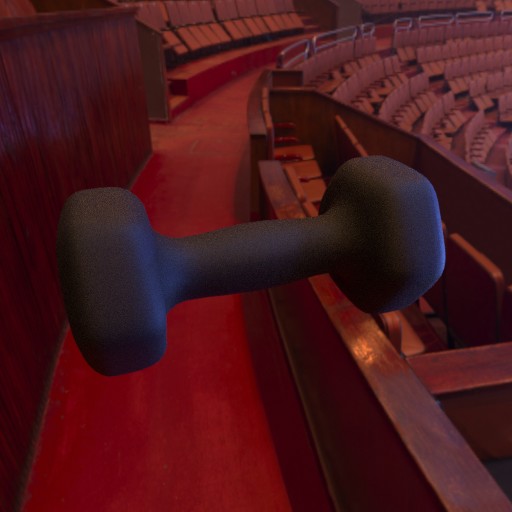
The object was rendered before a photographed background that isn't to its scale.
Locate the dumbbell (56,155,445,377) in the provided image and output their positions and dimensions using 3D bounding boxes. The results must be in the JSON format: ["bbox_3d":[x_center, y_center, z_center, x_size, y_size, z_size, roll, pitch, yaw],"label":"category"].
[{"bbox_3d":[0.000,0.000,0.285,0.231,0.101,0.112,-10,32,-16],"label":"dumbbell"}]
